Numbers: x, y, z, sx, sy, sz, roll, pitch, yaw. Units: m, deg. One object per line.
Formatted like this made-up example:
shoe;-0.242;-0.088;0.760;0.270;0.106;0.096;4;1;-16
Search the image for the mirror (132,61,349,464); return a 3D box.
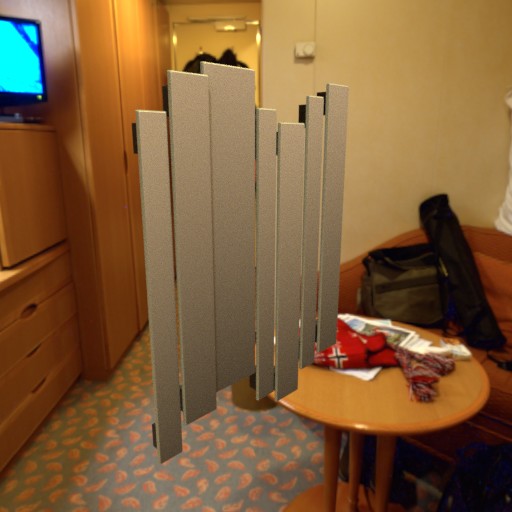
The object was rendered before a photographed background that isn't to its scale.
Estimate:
mirror;0.000;0.000;0.781;0.058;0.611;0.445;14;20;43
